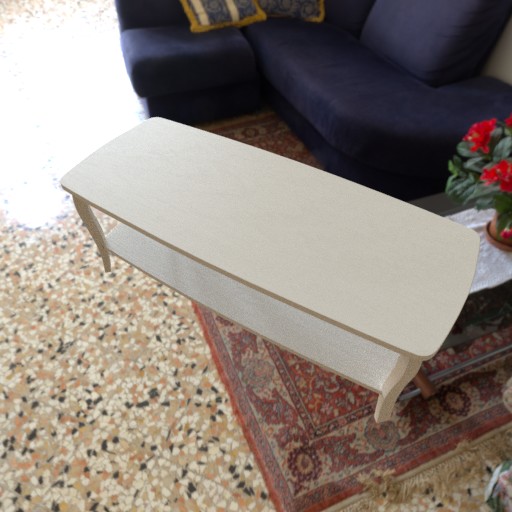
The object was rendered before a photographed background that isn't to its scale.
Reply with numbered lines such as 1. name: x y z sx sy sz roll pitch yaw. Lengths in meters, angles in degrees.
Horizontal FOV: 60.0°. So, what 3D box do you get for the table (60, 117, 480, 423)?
1. table: 0.000 0.000 1.589 1.334 0.474 0.561 25 52 21
